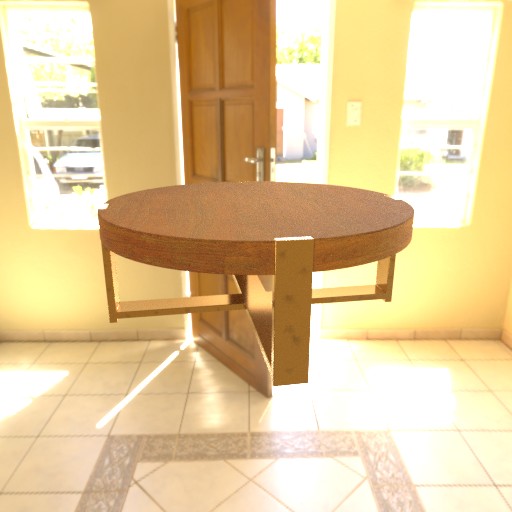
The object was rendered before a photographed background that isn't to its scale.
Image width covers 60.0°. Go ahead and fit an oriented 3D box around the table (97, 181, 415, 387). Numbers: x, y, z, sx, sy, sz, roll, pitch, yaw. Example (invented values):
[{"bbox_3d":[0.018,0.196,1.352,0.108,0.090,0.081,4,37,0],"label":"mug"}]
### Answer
[{"bbox_3d":[0.000,0.000,1.691,1.100,0.420,1.100,0,17,0],"label":"table"}]
